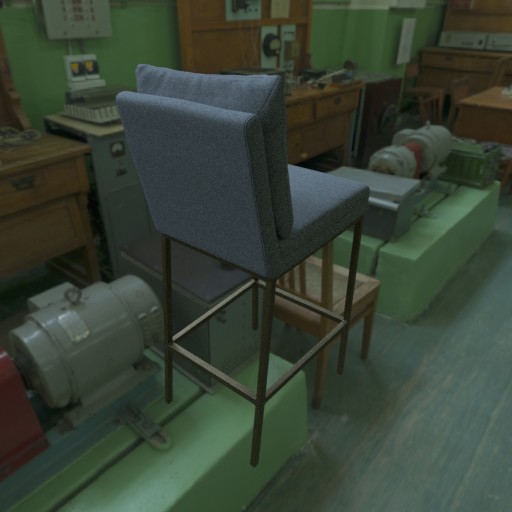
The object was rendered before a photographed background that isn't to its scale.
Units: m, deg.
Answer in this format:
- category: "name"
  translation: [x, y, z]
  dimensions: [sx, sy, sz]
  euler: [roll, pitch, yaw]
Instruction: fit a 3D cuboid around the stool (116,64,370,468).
- category: "stool"
  translation: [0.000, 0.000, 1.389]
  dimensions: [0.463, 1.130, 0.569]
  euler: [22, 37, 33]
